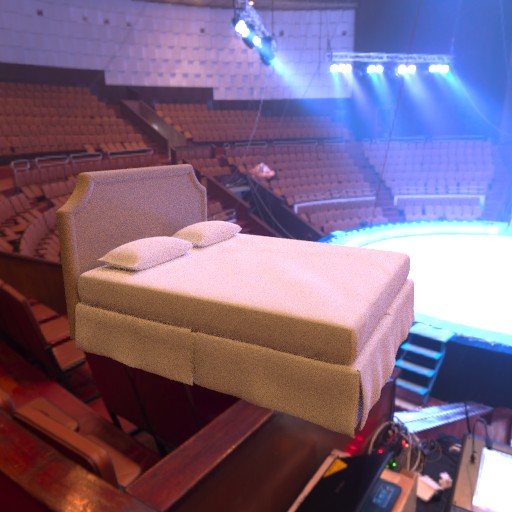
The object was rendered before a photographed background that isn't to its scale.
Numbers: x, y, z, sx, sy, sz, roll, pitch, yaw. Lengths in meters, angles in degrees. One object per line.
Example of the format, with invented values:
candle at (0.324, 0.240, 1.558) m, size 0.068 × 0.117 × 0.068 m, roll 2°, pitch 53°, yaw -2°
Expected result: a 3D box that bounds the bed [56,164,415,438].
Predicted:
bed at (0.000, 0.000, 4.263) m, size 2.773 × 1.590 × 2.350 m, roll 8°, pitch 17°, yaw 27°
